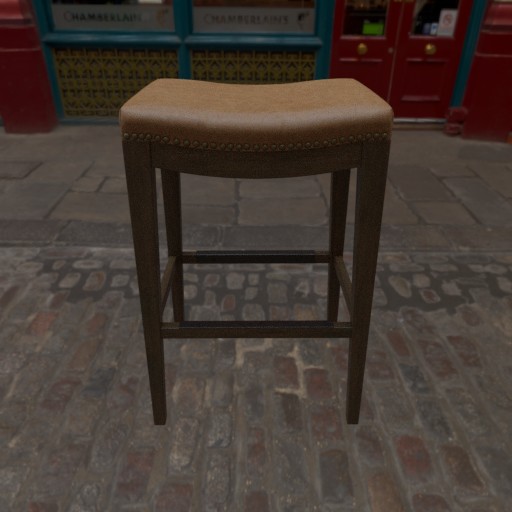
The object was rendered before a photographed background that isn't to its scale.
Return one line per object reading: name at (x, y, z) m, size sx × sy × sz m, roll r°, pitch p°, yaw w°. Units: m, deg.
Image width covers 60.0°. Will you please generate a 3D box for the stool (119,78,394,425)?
stool at (0.000, 0.000, 1.059) m, size 0.500 × 0.759 × 0.361 m, roll 0°, pitch 30°, yaw 0°
